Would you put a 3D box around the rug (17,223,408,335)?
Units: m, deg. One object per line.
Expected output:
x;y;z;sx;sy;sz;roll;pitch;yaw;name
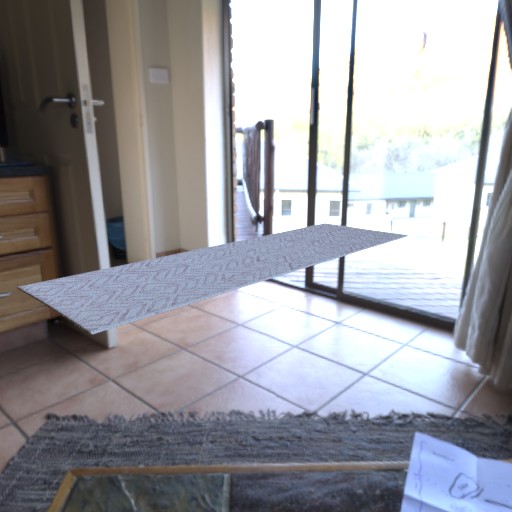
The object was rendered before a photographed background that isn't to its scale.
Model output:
0.000;0.000;2.662;0.750;0.009;2.435;13;19;43;rug
